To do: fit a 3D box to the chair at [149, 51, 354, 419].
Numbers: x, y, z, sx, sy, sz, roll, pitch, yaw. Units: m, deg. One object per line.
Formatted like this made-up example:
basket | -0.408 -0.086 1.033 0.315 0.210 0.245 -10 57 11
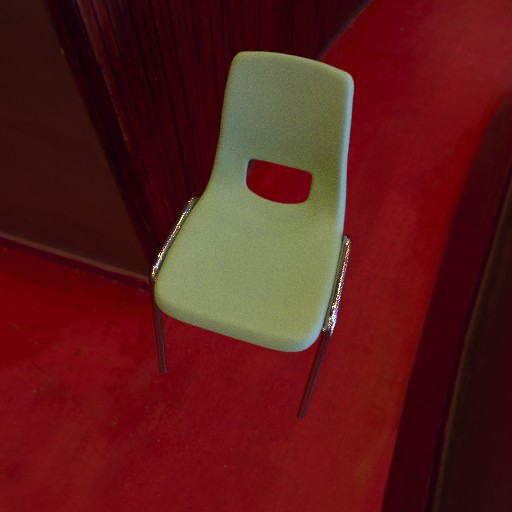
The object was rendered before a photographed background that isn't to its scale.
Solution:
chair | 0.000 0.000 0.927 0.381 0.653 0.436 15 60 9
